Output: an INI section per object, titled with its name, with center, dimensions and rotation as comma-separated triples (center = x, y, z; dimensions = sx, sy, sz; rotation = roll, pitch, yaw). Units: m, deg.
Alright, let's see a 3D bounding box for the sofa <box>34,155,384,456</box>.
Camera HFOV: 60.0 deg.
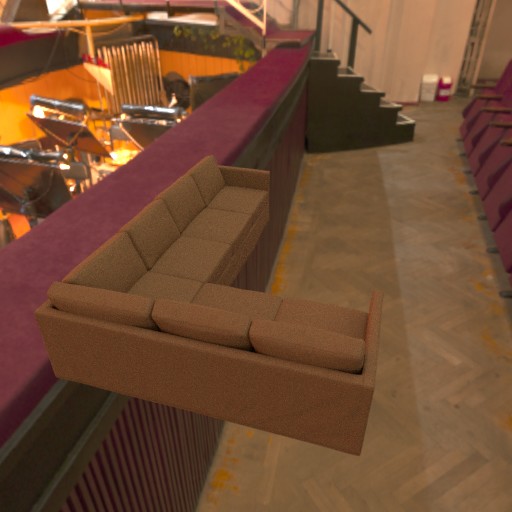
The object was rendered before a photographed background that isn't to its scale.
[sofa]
center = 0.000, 0.000, 4.306
dimensions = 2.432, 0.871, 3.182
rotation = 9, 33, 14
